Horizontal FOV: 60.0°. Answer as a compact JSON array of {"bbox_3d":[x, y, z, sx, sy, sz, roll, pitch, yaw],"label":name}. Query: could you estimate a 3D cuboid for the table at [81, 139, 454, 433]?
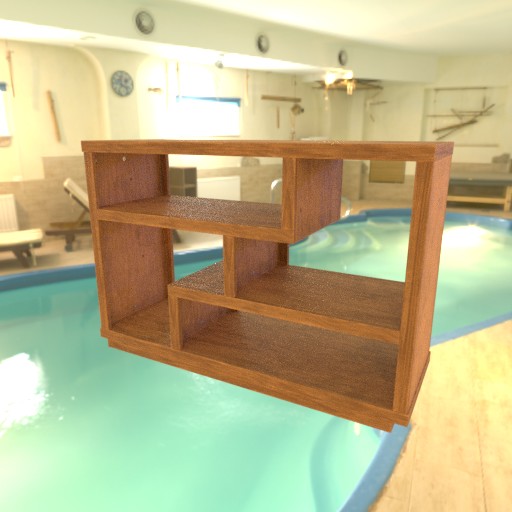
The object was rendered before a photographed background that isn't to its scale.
[{"bbox_3d":[0.000,0.000,1.536,1.151,0.771,0.410,8,18,27],"label":"table"}]
